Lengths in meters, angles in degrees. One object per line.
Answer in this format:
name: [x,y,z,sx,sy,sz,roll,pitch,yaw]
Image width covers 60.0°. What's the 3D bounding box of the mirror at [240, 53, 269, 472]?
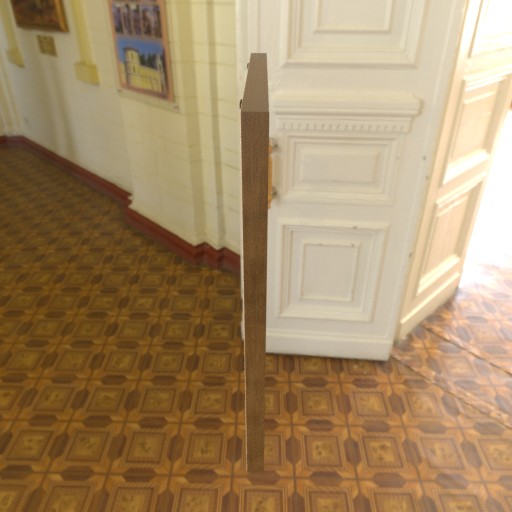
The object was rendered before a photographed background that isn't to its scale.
mirror: [0.000,0.000,0.922,0.039,0.711,0.508,0,32,1]
